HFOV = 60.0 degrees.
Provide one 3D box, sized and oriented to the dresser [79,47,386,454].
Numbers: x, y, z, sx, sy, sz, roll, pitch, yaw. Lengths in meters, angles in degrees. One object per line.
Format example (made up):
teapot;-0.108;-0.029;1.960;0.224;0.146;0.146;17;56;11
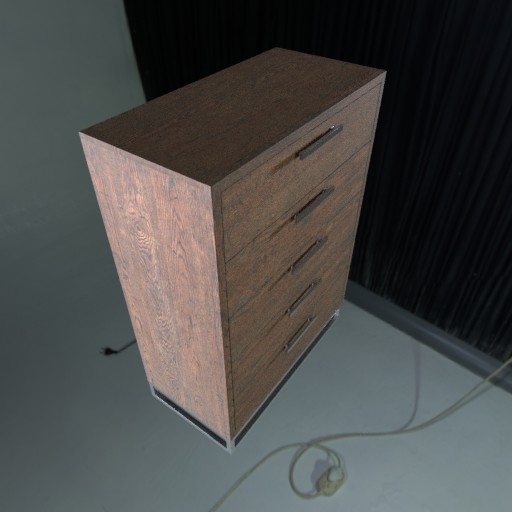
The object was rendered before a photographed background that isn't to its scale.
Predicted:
dresser;0.000;0.000;1.832;0.508;1.321;0.965;26;47;27
